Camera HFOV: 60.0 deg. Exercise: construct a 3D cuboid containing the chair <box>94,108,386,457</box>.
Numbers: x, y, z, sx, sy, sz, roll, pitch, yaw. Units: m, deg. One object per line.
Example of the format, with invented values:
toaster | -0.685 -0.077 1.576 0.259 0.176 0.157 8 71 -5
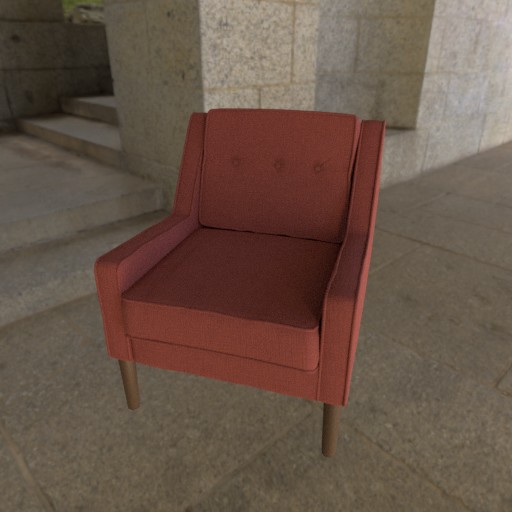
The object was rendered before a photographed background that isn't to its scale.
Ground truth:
chair | 0.000 0.000 1.379 0.680 0.812 0.770 7 27 15
